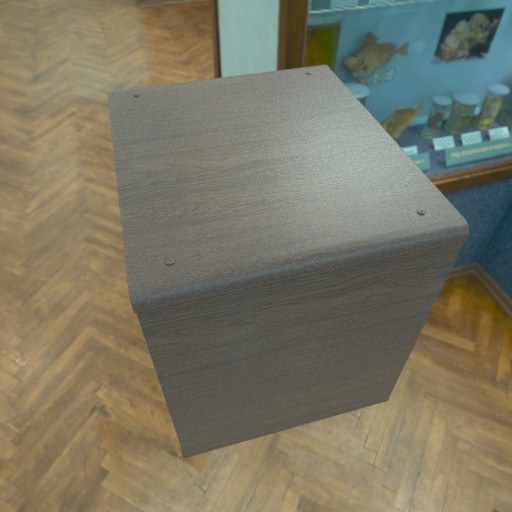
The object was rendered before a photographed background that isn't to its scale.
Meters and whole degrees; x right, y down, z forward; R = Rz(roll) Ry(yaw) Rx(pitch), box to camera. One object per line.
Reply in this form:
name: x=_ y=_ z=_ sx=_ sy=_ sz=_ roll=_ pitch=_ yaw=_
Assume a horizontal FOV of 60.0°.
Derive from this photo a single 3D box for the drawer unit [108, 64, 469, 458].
drawer unit: x=0.000 y=0.000 z=0.590 sx=0.290 sy=0.344 sz=0.344 roll=-12 pitch=48 yaw=-11
